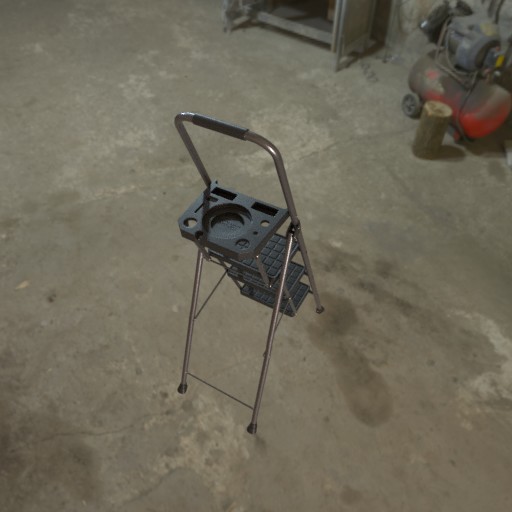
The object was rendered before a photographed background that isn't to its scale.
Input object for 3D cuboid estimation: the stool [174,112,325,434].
[{"bbox_3d":[0.000,0.000,1.623,0.396,1.277,0.733,23,52,19],"label":"stool"}]
